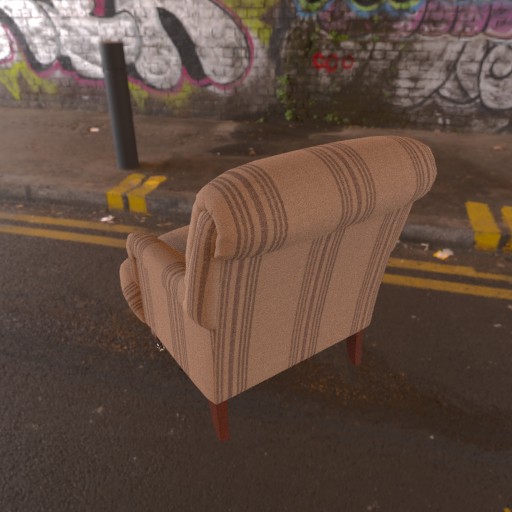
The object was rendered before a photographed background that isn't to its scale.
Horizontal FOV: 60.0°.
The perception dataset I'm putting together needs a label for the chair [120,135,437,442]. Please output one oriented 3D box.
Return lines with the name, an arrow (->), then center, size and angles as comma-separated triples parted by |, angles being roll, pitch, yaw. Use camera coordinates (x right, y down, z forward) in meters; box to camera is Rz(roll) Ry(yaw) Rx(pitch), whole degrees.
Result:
chair -> 0.000, 0.000, 1.607 | 0.813, 0.940, 0.914 | -19, 34, -30
